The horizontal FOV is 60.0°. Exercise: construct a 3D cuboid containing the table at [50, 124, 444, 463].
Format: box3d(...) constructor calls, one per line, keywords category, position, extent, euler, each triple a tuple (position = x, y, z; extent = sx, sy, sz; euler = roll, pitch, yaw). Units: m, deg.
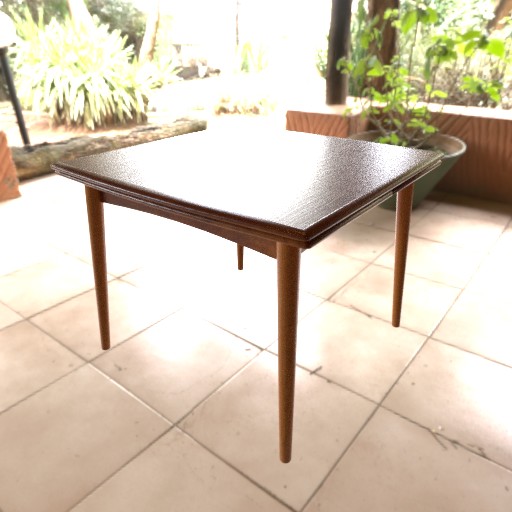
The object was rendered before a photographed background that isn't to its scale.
box3d(category="table", position=(0.000, 0.000, 1.688), extent=(0.991, 0.754, 0.991), euler=(18, 31, 33))
